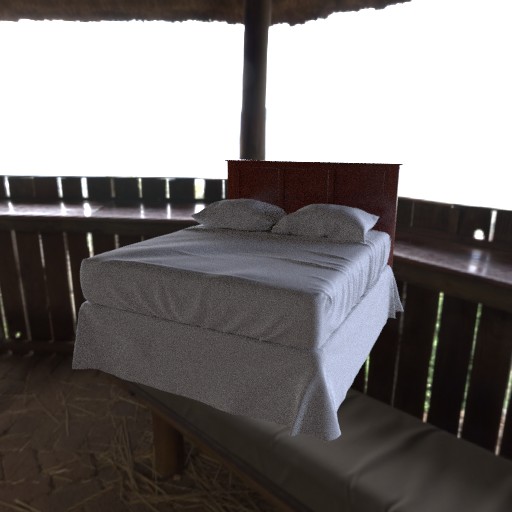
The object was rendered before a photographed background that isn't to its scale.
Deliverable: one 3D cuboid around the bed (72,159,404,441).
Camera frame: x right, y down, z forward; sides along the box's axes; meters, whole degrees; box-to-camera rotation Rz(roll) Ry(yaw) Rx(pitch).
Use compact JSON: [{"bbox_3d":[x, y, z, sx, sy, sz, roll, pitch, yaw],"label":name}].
[{"bbox_3d":[0.000,0.000,3.225,1.870,1.270,2.050,7,16,26],"label":"bed"}]
